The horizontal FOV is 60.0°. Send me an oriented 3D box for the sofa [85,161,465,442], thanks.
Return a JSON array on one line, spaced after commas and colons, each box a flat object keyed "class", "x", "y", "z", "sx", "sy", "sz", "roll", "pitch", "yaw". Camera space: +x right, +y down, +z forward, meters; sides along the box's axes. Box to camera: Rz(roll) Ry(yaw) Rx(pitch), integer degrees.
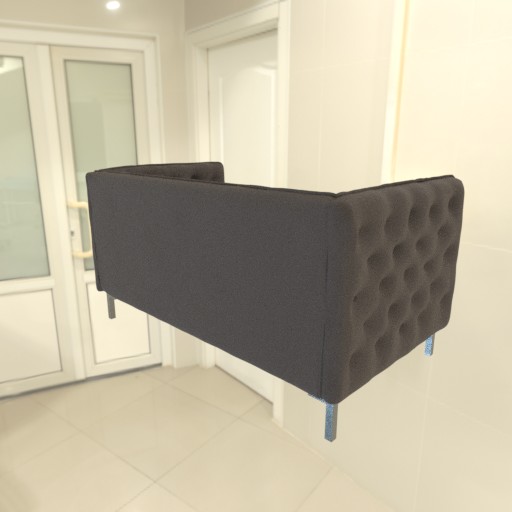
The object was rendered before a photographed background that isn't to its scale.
[{"class": "sofa", "x": 0.000, "y": 0.000, "z": 2.111, "sx": 1.583, "sy": 0.810, "sz": 0.909, "roll": 14, "pitch": 21, "yaw": 42}]
